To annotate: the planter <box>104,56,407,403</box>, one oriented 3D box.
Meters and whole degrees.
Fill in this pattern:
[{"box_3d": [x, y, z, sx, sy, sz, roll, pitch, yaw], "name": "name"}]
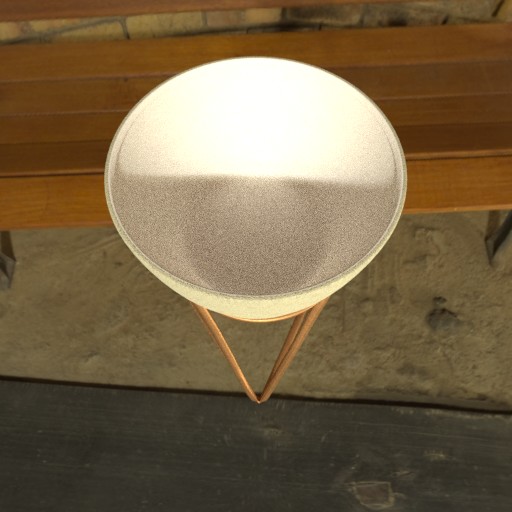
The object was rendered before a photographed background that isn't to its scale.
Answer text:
[{"box_3d": [0.000, 0.000, 0.741, 0.350, 0.504, 0.350, -31, 68, -14], "name": "planter"}]
